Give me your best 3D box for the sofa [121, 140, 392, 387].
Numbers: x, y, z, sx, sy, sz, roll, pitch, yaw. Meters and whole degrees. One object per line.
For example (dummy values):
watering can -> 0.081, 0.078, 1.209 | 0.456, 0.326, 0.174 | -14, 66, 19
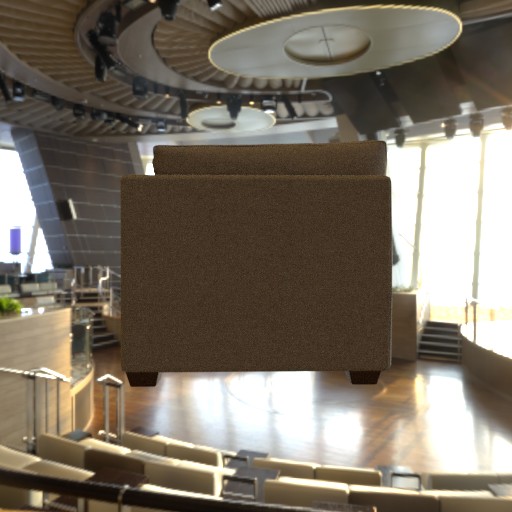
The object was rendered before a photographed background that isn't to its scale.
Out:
sofa -> 0.000, 0.000, 2.819 | 1.110, 1.019, 2.238 | 0, 0, -1
